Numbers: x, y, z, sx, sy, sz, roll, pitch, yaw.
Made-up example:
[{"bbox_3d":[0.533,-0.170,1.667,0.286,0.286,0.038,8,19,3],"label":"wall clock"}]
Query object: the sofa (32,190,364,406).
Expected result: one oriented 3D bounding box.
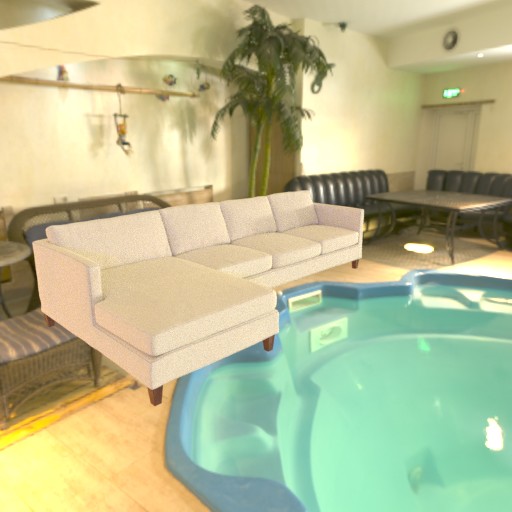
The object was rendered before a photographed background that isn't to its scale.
[{"bbox_3d":[0.000,0.000,3.936,1.625,0.846,3.186,14,21,43],"label":"sofa"}]
